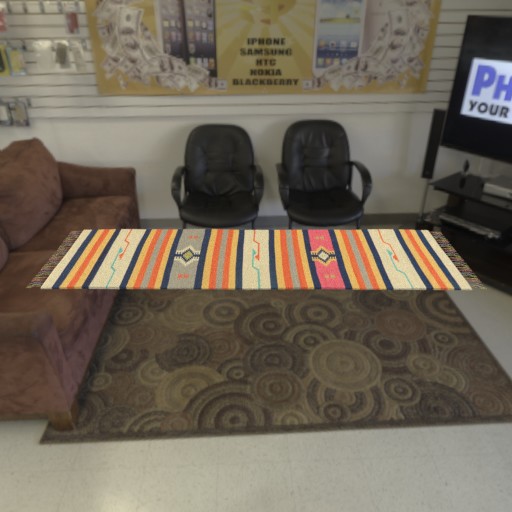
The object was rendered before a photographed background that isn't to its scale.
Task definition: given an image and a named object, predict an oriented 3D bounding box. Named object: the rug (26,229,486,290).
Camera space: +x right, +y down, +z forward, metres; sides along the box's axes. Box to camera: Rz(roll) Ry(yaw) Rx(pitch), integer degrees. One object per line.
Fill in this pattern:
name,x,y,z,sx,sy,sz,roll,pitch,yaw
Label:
rug,0.000,0.000,2.652,2.455,0.017,0.695,0,30,0
